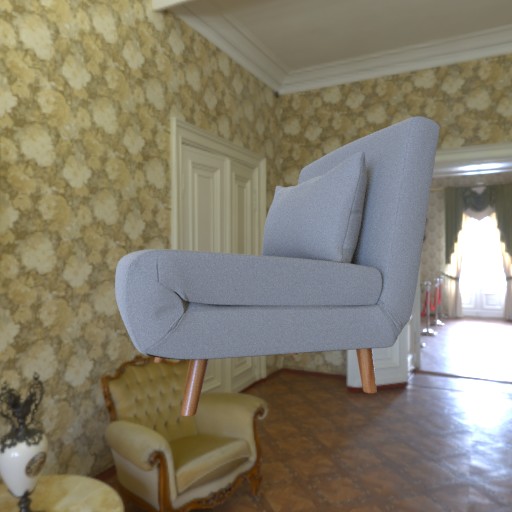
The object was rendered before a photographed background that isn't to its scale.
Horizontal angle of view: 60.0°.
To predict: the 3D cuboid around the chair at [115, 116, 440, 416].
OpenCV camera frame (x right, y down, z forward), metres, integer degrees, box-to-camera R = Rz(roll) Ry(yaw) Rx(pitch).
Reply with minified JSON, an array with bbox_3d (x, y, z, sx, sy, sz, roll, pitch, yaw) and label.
[{"bbox_3d":[0.000,0.000,1.497,0.902,0.808,0.770,0,-1,-19],"label":"chair"}]
